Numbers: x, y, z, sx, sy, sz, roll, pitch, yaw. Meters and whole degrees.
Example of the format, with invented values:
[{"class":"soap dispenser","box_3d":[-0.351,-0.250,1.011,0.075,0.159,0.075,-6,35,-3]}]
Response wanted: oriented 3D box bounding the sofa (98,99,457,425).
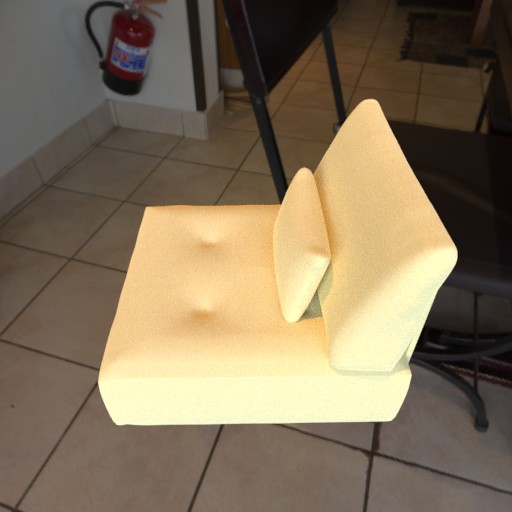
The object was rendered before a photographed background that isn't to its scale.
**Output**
[{"class":"sofa","box_3d":[0.000,0.000,1.639,1.000,0.820,0.930,-1,42,-1]}]
